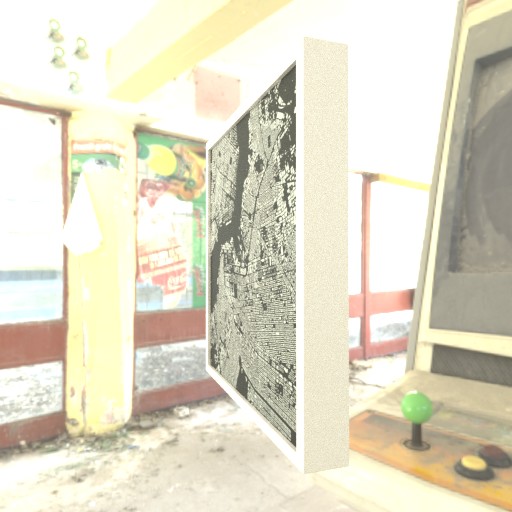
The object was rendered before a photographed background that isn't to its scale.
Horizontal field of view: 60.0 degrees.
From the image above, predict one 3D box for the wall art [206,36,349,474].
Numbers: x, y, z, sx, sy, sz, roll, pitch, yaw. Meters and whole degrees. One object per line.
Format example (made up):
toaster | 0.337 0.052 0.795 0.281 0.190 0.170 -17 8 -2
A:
wall art | 0.000 0.000 0.458 0.037 0.305 0.305 0 0 -19
